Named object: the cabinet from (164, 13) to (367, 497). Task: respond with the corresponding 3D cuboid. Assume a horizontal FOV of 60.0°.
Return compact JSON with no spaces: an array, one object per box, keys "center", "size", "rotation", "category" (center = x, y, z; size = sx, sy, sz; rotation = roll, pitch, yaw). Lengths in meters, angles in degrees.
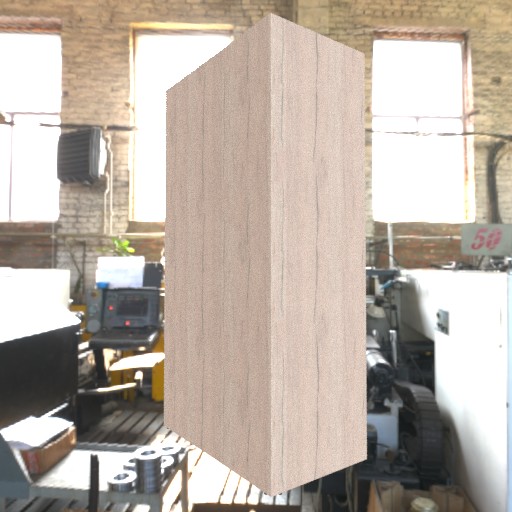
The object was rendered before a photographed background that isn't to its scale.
[{"center":[0.000,0.000,2.325],"size":[0.580,1.930,0.980],"rotation":[1,-2,-37],"category":"cabinet"}]
